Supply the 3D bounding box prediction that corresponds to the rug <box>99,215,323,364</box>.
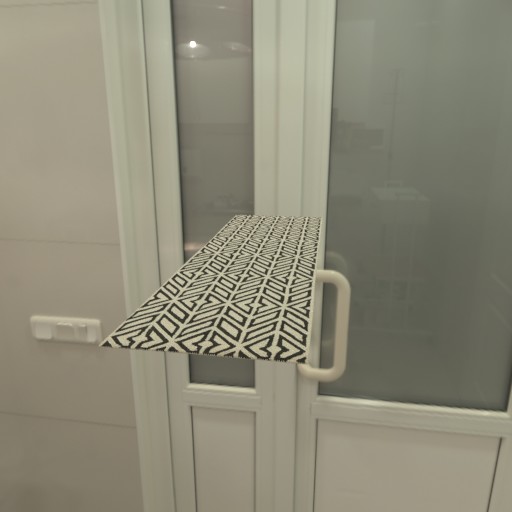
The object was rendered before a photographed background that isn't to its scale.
[{"bbox_3d":[0.000,0.000,2.683,0.750,0.009,2.435,3,17,9],"label":"rug"}]
